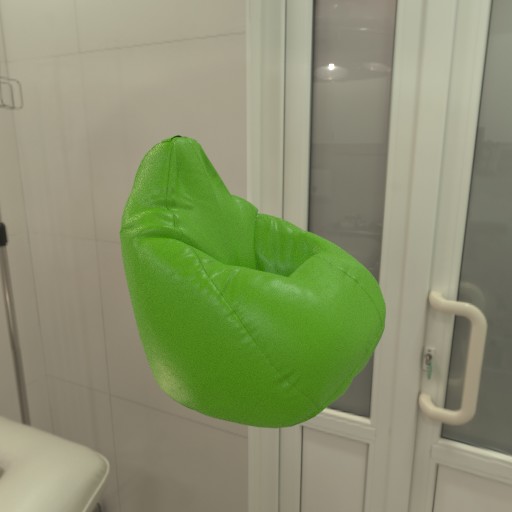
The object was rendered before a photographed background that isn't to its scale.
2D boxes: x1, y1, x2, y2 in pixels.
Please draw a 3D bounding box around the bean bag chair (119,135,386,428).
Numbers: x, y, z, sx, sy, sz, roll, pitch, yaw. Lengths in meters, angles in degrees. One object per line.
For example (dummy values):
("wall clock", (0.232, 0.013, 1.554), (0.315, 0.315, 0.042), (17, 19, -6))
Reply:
("bean bag chair", (0.000, 0.000, 1.867), (1.070, 0.990, 1.070), (7, 16, 25))
